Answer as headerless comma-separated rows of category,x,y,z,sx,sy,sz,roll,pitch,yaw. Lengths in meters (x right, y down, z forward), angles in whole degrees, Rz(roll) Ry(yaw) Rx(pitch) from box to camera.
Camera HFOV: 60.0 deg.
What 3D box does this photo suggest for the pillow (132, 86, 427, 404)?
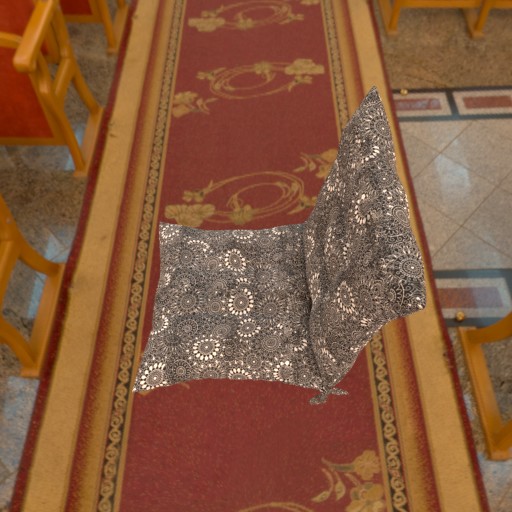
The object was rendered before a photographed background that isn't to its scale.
pillow,0.000,0.000,1.003,0.585,0.536,0.541,0,58,0
